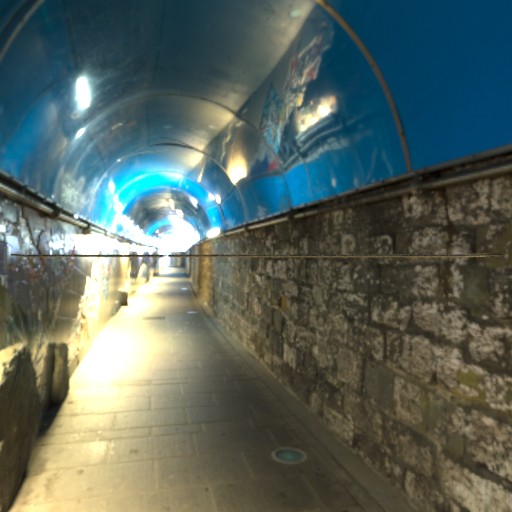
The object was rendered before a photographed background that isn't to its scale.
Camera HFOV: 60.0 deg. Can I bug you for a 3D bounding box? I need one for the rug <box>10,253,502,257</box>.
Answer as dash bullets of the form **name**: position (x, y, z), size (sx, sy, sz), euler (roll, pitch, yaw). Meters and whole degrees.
- **rug**: position (0.000, 0.000, 2.053), size (1.698, 0.013, 1.072), euler (0, 0, -1)
